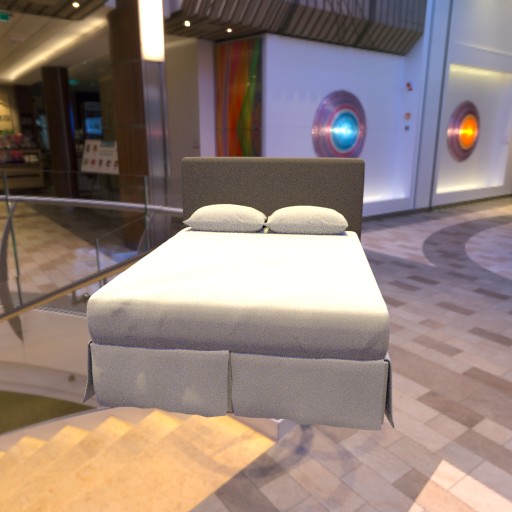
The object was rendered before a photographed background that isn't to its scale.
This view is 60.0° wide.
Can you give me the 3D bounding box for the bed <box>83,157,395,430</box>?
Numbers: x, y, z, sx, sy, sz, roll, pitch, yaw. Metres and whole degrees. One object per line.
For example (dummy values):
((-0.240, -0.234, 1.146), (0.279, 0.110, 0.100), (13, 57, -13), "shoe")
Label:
((0.000, 0.000, 3.264), (1.748, 1.330, 2.142), (2, 15, 7), "bed")
